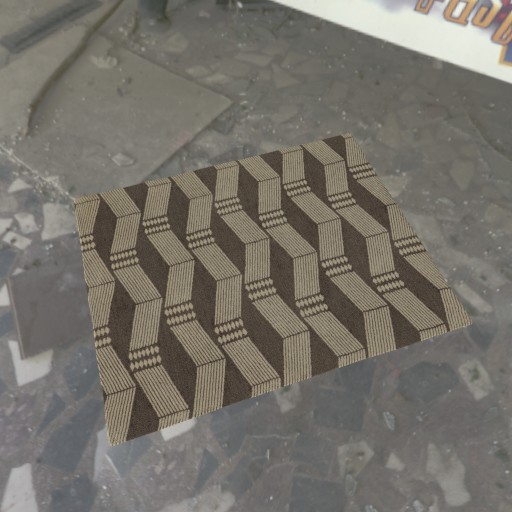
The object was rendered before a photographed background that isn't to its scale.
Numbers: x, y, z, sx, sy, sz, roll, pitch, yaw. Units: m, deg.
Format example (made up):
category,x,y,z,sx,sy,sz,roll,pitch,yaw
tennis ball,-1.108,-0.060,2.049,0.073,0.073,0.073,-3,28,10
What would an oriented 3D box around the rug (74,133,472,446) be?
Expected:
category,x,y,z,sx,sy,sz,roll,pitch,yaw
rug,0.000,0.000,4.084,3.048,0.016,2.438,-16,59,-10
